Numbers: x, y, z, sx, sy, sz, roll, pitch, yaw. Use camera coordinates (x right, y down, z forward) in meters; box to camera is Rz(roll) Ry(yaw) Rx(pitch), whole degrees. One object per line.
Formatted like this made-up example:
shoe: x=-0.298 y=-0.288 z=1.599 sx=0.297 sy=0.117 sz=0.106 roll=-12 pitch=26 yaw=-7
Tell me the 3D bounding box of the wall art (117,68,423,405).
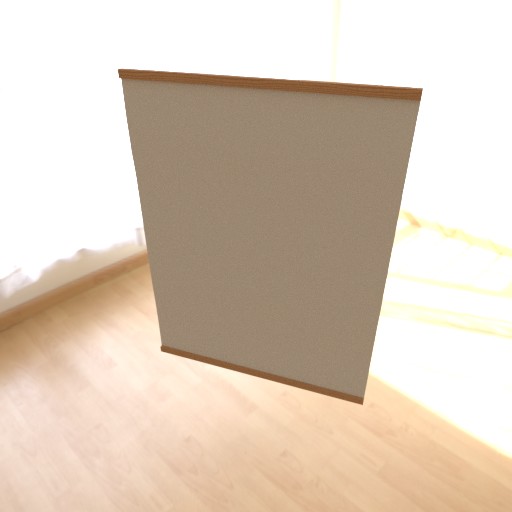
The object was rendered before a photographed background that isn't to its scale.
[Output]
wall art: x=0.000 y=0.000 z=0.798 sx=0.458 sy=0.605 sz=0.011 roll=11 pitch=34 yaw=16
